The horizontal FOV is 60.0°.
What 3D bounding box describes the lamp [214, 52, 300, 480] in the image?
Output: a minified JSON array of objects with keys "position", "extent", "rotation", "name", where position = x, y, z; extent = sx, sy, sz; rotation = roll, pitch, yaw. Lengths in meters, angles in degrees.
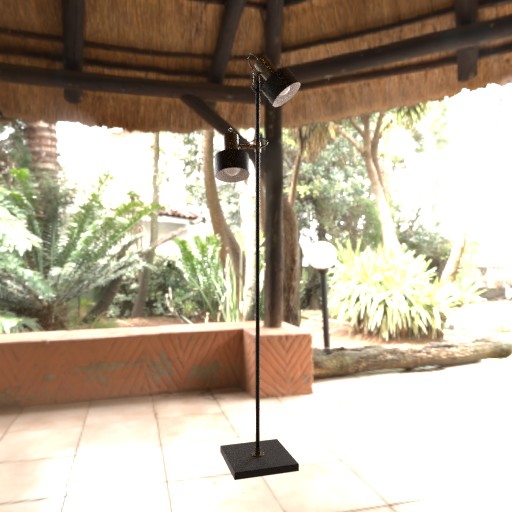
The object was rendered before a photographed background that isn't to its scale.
[{"position":[0.000,0.000,1.636],"extent":[0.315,1.505,0.233],"rotation":[0,-1,-17],"name":"lamp"}]
